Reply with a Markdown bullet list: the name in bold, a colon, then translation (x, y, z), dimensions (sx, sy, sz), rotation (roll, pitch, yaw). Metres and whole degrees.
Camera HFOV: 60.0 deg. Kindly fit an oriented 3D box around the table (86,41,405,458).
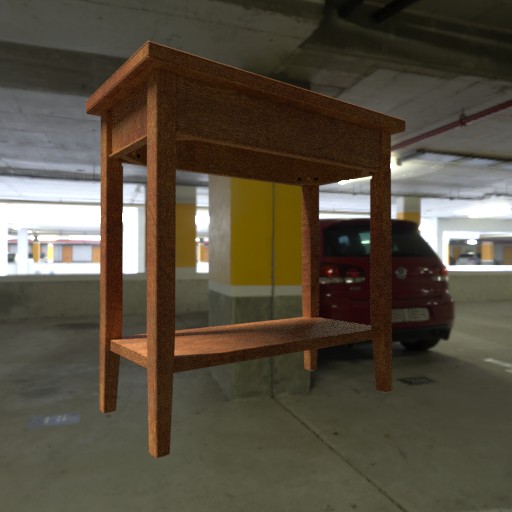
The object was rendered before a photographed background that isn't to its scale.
- **table**: translation (0.000, 0.000, 0.931), dimensions (0.610, 0.610, 0.305), rotation (0, 0, -37)
